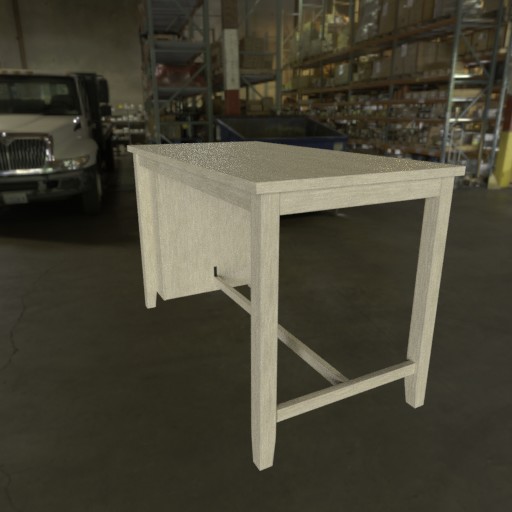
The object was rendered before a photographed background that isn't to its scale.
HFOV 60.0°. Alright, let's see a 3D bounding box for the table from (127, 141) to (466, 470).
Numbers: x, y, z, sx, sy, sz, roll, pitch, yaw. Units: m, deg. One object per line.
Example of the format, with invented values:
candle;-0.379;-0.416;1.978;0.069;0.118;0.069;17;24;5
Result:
table;0.000;0.000;1.929;0.729;0.874;1.397;-9;20;-26
